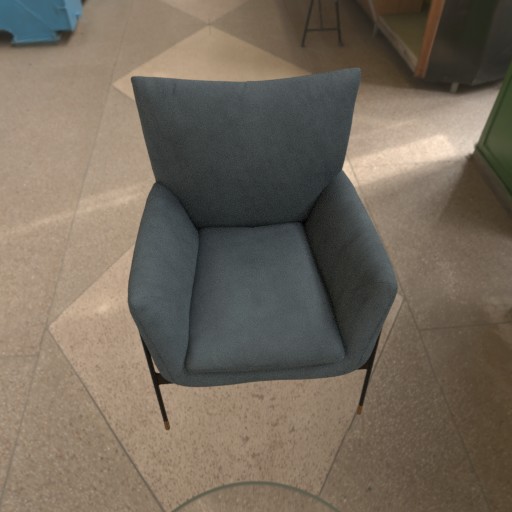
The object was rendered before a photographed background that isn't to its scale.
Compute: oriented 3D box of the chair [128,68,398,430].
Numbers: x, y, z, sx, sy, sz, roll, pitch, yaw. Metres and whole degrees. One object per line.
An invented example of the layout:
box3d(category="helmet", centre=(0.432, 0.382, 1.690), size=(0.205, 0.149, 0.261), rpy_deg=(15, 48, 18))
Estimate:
box3d(category="chair", centre=(0.000, 0.000, 1.371), size=(0.678, 0.858, 0.709), rpy_deg=(-3, 47, -3))
